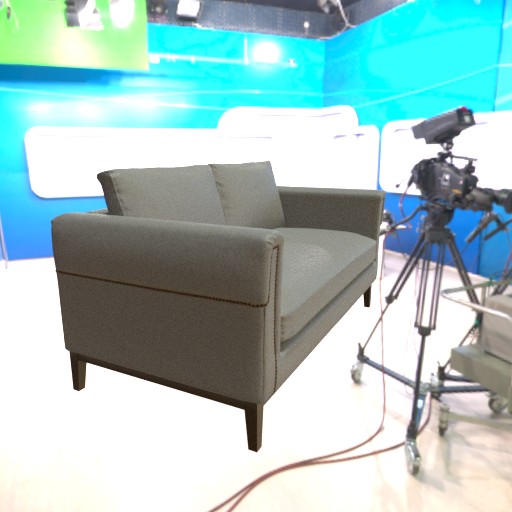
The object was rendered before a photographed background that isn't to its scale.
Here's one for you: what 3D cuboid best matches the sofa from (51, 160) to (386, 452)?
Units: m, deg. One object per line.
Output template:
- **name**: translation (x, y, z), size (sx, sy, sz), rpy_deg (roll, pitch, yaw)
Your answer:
- **sofa**: translation (0.000, 0.000, 2.144), size (0.899, 0.873, 1.598), rpy_deg (7, 15, 27)
